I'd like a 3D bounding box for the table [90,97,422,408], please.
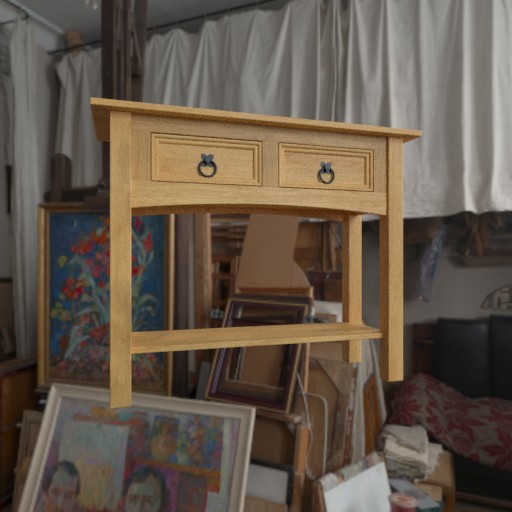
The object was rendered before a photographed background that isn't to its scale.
[{"bbox_3d":[0.000,0.000,1.310,0.900,0.728,0.340,0,0,-17],"label":"table"}]
